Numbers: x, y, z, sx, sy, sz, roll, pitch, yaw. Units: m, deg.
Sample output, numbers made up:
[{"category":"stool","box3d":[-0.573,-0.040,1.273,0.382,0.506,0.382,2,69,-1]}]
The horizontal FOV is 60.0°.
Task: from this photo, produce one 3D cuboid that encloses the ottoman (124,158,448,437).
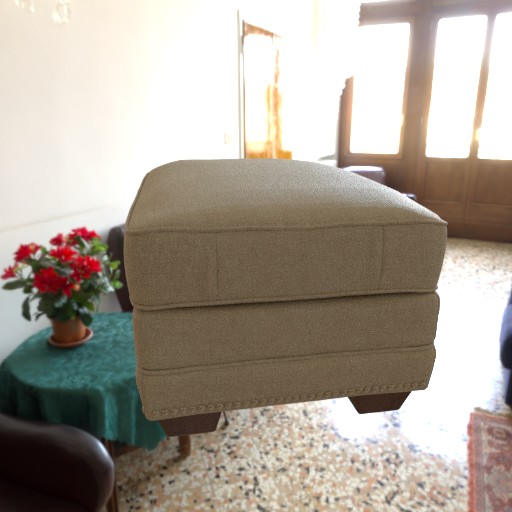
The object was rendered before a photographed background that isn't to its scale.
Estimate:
[{"category":"ottoman","box3d":[0.000,0.000,1.109,0.559,0.458,0.813,-3,17,-10]}]
